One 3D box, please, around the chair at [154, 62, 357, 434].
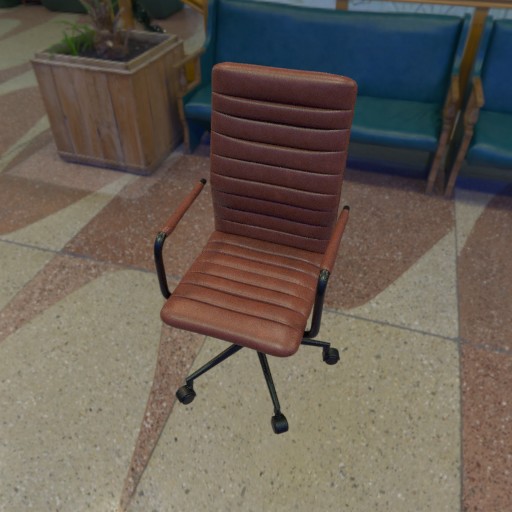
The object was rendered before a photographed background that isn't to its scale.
[{"bbox_3d":[0.000,0.000,1.352,0.608,0.979,0.580,13,42,15],"label":"chair"}]
